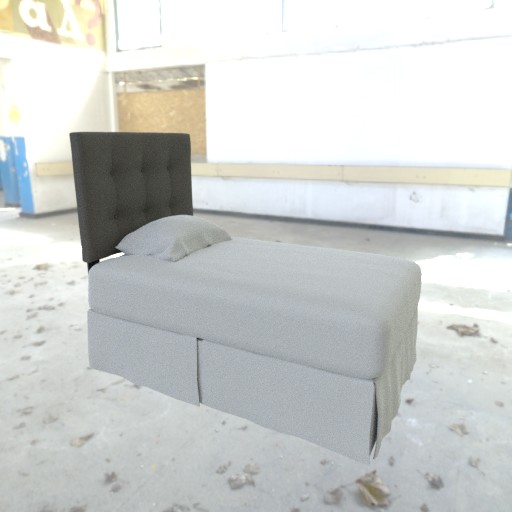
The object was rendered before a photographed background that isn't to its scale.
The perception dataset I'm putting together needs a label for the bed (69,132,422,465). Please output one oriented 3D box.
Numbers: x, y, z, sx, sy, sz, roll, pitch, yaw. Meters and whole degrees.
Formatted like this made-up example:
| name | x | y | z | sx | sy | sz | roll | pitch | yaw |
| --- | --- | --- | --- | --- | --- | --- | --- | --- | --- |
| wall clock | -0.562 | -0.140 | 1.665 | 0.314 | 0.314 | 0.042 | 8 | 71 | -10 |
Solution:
| name | x | y | z | sx | sy | sz | roll | pitch | yaw |
| --- | --- | --- | --- | --- | --- | --- | --- | --- | --- |
| bed | 0.000 | 0.000 | 2.904 | 1.997 | 1.571 | 1.261 | 8 | 17 | 27 |
